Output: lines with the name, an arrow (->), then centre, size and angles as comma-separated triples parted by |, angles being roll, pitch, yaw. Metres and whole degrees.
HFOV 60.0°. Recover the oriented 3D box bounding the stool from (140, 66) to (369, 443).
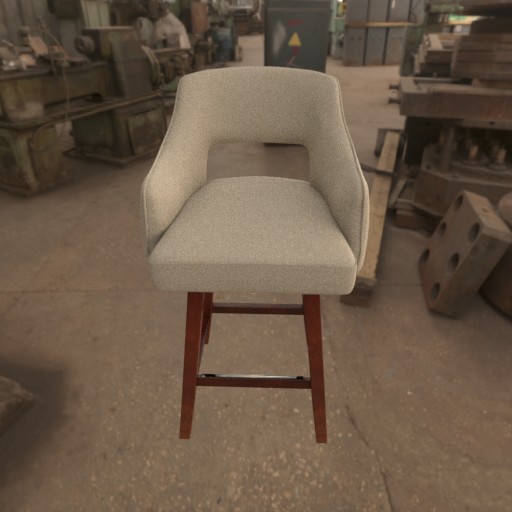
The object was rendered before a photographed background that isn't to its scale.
stool -> 0.000, 0.000, 1.259 | 0.550, 0.936, 0.560 | 1, 30, 2
